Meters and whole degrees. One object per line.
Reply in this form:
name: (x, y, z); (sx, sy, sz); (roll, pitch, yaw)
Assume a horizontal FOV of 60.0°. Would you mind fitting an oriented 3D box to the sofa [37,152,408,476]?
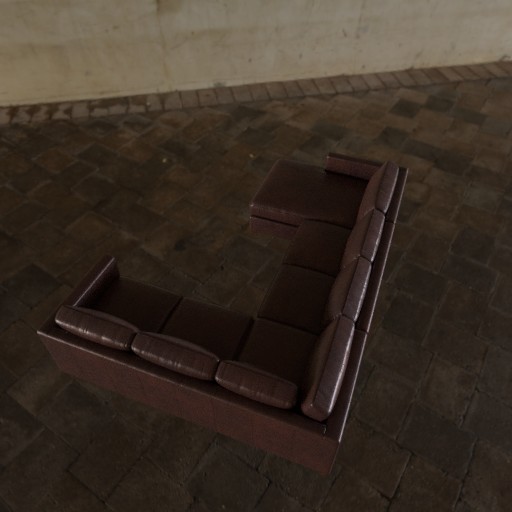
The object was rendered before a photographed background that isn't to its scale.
sofa: (0.000, 0.000, 4.471); (2.452, 0.891, 3.324); (15, 48, 14)
